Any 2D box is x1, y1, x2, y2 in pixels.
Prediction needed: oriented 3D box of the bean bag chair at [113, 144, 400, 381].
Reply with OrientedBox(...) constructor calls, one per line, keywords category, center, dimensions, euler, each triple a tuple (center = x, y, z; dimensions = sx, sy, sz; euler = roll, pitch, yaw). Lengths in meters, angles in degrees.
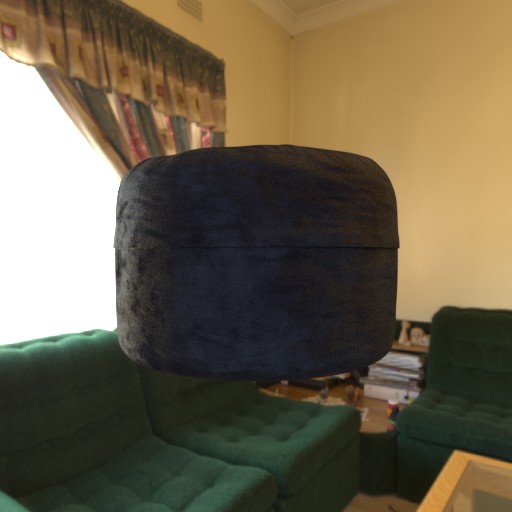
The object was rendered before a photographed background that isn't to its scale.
OrientedBox(category="bean bag chair", center=(0.000, 0.000, 1.489), dimensions=(0.918, 0.616, 0.918), euler=(0, 0, 0))
